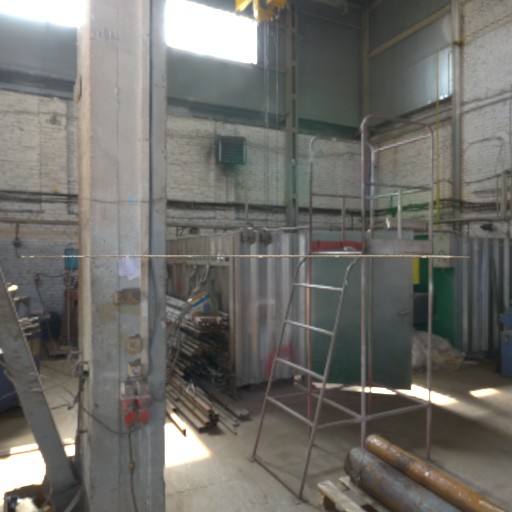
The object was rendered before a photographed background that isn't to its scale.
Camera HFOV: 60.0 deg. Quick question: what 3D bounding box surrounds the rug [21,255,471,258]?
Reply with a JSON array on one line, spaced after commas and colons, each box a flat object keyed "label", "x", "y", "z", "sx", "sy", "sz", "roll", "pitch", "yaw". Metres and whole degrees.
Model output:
[{"label": "rug", "x": 0.000, "y": 0.000, "z": 2.156, "sx": 1.748, "sy": 0.010, "sz": 1.142, "roll": 0, "pitch": 0, "yaw": 17}]
